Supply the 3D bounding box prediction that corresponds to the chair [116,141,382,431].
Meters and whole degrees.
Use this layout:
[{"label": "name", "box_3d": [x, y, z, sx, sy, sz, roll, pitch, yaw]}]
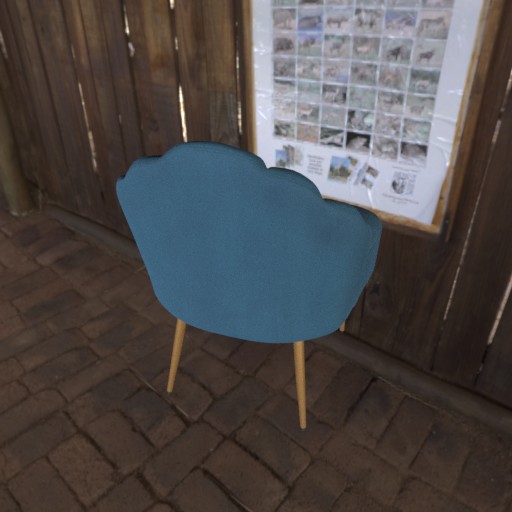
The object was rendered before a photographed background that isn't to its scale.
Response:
[{"label": "chair", "box_3d": [0.000, 0.000, 1.262, 0.657, 0.819, 0.599, 10, 33, 15]}]
